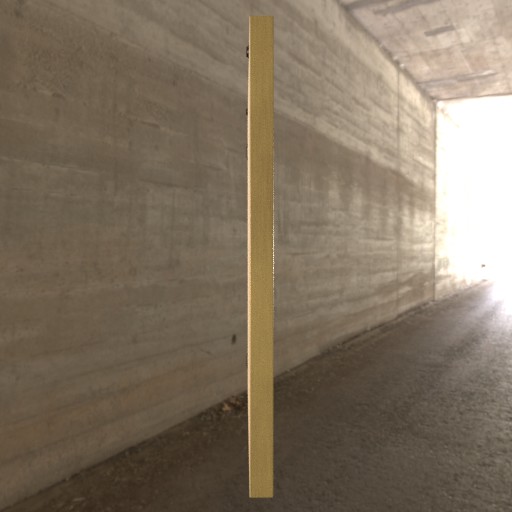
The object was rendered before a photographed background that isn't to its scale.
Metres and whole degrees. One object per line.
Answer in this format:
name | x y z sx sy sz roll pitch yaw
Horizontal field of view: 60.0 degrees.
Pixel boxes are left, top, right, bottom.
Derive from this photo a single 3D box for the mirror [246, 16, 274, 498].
mirror | 0.000 0.000 0.906 0.040 0.710 0.507 0 1 -1
